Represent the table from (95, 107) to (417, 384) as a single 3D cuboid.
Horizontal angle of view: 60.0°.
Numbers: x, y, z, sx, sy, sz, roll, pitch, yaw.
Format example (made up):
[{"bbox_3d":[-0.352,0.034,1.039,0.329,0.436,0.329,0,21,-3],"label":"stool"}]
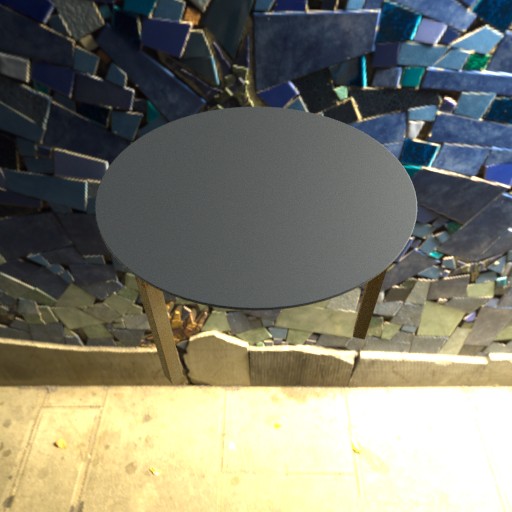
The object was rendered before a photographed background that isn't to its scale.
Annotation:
[{"bbox_3d":[0.000,0.000,0.997,0.600,0.405,0.600,0,46,0],"label":"table"}]
